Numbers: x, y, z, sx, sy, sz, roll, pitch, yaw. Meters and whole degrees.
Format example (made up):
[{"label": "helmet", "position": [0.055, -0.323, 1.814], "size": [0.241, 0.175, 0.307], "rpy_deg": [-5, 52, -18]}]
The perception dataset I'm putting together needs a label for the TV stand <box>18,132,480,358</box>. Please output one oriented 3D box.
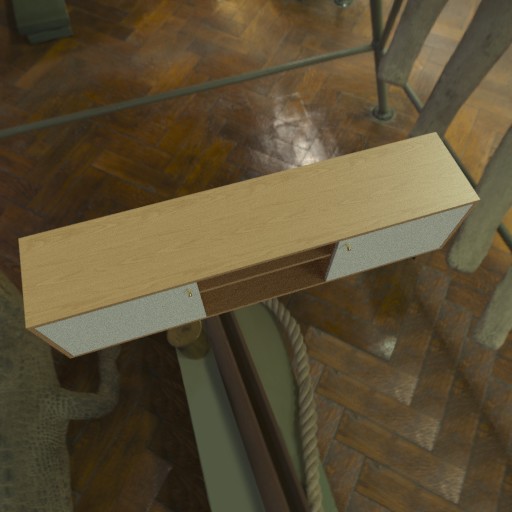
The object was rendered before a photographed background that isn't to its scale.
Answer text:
[{"label": "TV stand", "position": [0.000, 0.000, 1.970], "size": [1.760, 0.580, 0.400], "rpy_deg": [-16, 64, -8]}]
